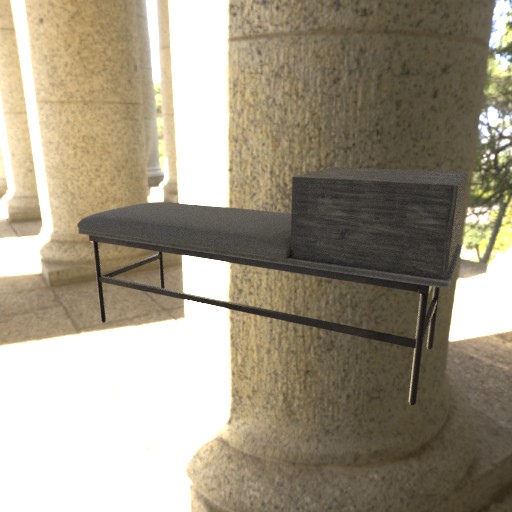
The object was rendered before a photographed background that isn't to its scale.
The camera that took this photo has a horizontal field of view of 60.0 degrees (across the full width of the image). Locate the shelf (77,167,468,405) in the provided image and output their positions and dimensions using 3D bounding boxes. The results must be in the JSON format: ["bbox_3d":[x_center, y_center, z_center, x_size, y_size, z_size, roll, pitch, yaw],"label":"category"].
[{"bbox_3d":[0.000,0.000,1.631,1.342,0.633,0.457,8,18,27],"label":"shelf"}]
